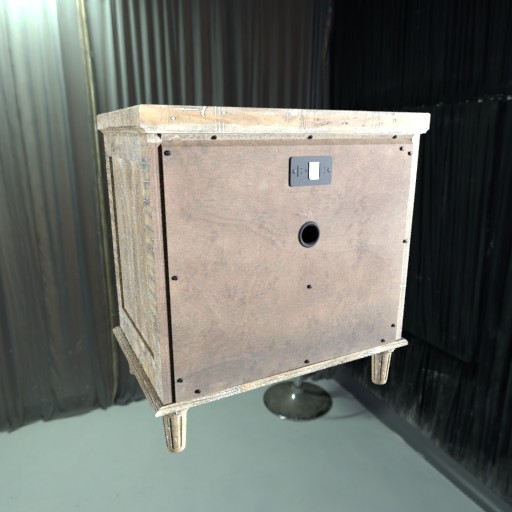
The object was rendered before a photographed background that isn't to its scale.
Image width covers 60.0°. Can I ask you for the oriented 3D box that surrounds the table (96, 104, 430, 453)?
[{"bbox_3d":[0.000,0.000,1.165,0.686,0.711,0.457,-8,17,-27],"label":"table"}]
